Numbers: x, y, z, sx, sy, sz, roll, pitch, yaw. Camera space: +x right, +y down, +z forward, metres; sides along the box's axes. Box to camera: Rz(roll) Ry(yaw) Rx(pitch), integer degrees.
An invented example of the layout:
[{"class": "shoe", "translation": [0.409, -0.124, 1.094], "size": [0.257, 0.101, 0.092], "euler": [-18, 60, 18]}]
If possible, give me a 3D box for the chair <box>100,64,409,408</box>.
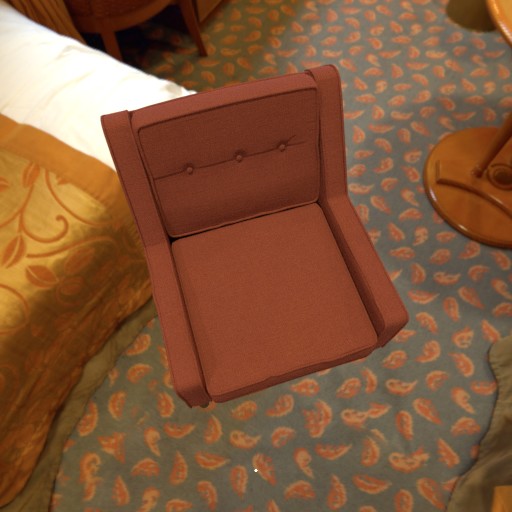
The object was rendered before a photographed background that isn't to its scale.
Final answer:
[{"class": "chair", "translation": [0.000, 0.000, 1.398], "size": [0.680, 0.812, 0.770], "euler": [-16, 65, -7]}]
